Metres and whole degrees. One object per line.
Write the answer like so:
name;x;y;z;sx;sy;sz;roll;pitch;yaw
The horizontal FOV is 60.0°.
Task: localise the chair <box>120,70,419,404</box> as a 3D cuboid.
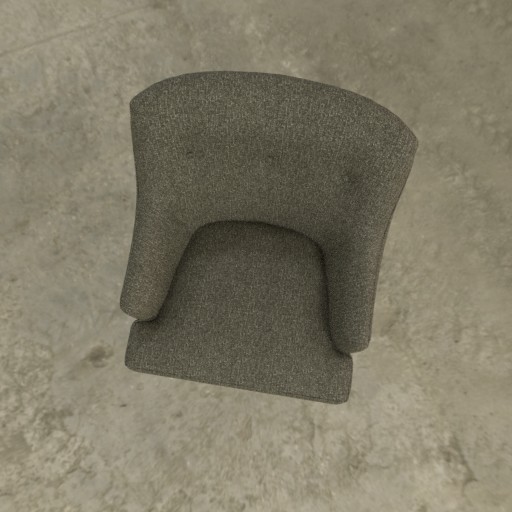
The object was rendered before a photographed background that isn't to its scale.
chair;0.000;0.000;1.579;0.864;0.856;0.923;9;76;2
